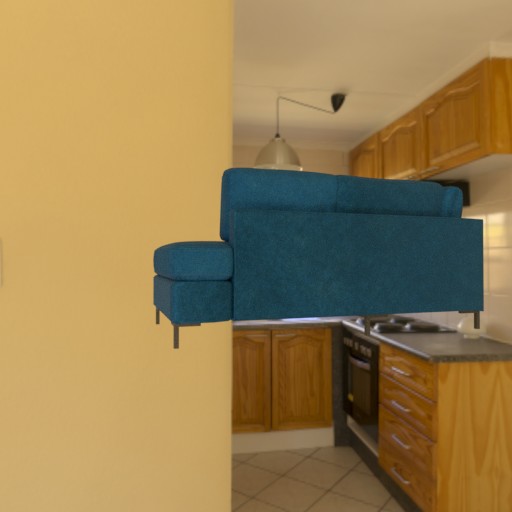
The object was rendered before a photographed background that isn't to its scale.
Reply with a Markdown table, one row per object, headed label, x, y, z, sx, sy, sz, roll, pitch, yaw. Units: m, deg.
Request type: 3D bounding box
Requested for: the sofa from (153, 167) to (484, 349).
| label | x | y | z | sx | sy | sz | roll | pitch | yaw |
| --- | --- | --- | --- | --- | --- | --- | --- | --- | --- |
| sofa | 0.000 | 0.000 | 4.197 | 2.055 | 0.992 | 3.434 | 0 | -1 | -18 |
